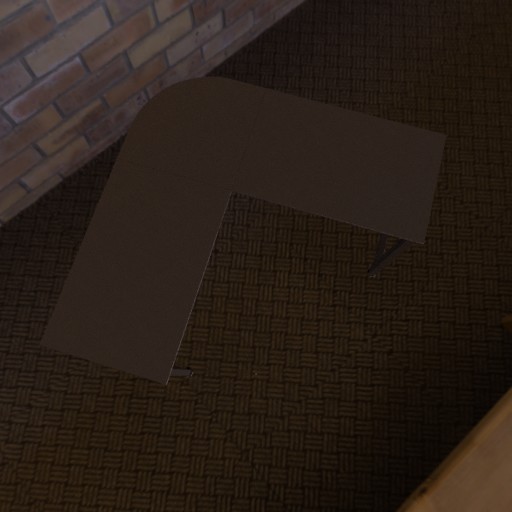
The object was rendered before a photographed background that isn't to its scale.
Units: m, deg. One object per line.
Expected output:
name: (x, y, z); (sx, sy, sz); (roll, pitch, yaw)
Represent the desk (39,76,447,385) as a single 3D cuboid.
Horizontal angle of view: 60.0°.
desk: (0.000, 0.000, 2.270); (1.400, 0.762, 1.400); (16, 76, 4)
